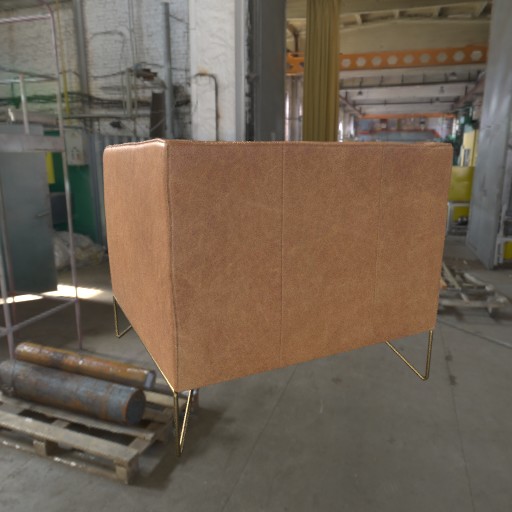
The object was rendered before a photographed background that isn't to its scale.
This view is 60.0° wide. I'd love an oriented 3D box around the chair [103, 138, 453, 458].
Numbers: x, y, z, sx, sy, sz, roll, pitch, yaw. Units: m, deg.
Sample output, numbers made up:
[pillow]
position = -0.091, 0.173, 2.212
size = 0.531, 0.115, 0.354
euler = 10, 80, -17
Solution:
[chair]
position = 0.000, 0.000, 1.611
size = 0.920, 0.797, 0.912
euler = -7, 15, -26
